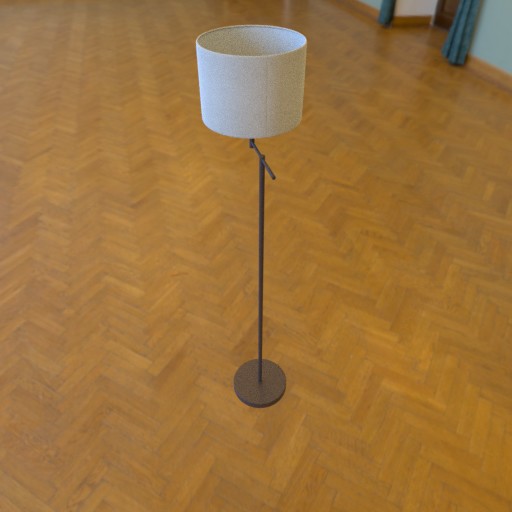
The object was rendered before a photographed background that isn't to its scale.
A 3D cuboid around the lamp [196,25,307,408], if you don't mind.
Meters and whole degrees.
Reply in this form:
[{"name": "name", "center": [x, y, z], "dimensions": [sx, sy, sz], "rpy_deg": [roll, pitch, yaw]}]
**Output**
[{"name": "lamp", "center": [0.000, 0.000, 1.785], "dimensions": [0.324, 1.600, 0.416], "rpy_deg": [-11, 42, -12]}]
